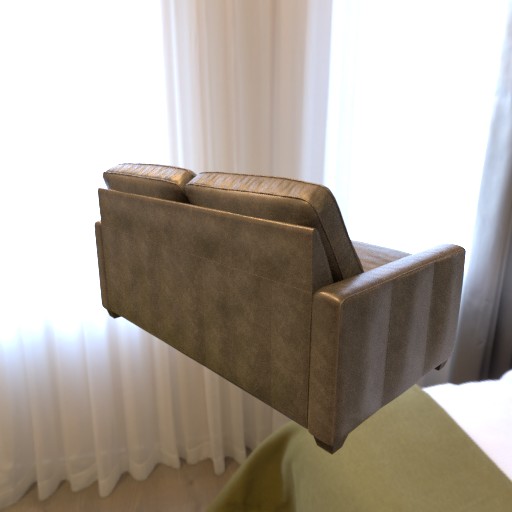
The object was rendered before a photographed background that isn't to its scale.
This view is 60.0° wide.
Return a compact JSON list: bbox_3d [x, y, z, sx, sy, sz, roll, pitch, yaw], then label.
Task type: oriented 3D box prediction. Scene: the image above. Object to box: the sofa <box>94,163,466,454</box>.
[{"bbox_3d":[0.000,0.000,2.253,0.939,0.916,1.732,-14,21,-42],"label":"sofa"}]
